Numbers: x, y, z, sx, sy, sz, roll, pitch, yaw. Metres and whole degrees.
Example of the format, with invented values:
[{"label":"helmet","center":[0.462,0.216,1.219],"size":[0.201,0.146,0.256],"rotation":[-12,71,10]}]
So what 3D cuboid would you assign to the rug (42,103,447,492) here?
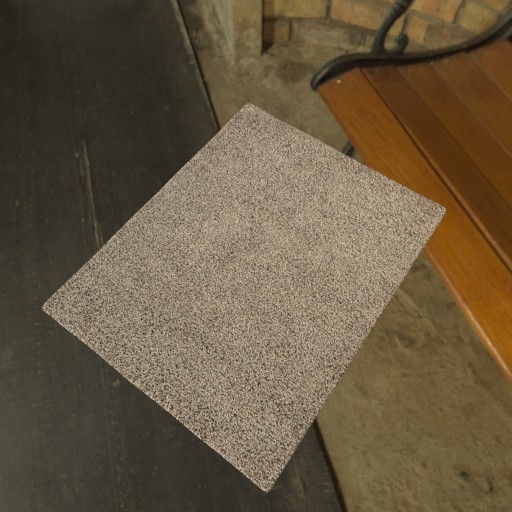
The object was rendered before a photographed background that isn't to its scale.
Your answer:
[{"label":"rug","center":[0.000,0.000,4.111],"size":[2.438,0.029,3.047],"rotation":[33,67,16]}]
